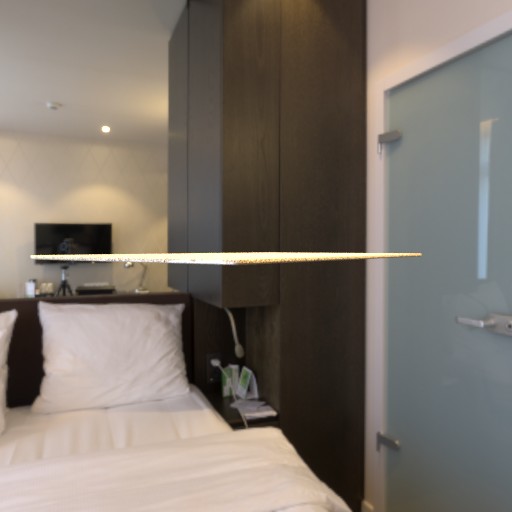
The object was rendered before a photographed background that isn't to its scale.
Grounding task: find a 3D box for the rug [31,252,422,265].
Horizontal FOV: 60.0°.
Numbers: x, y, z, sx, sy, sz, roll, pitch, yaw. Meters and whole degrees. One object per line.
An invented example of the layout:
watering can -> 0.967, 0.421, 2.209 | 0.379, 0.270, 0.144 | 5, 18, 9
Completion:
rug -> 0.000, 0.000, 3.500 | 1.798, 0.025, 2.698 | 1, 1, 37
